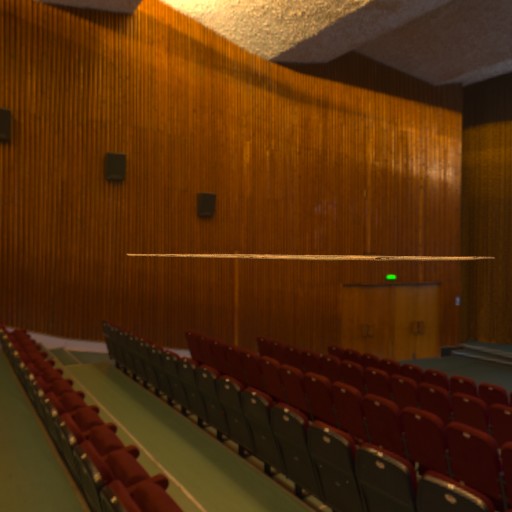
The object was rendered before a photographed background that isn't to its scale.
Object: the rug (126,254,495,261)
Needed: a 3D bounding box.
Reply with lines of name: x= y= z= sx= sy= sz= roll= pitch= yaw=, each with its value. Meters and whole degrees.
rug: x=0.000 y=0.000 z=2.483 sx=0.692 sy=0.017 sz=2.301 roll=0 pitch=1 yaw=-35
